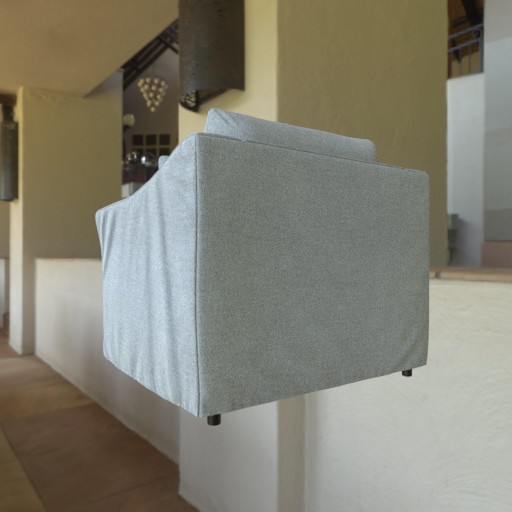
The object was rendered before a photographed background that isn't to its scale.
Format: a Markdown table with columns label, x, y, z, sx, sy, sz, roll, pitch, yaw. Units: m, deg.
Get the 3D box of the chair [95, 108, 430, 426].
| label | x | y | z | sx | sy | sz | roll | pitch | yaw |
| --- | --- | --- | --- | --- | --- | --- | --- | --- | --- |
| chair | 0.000 | 0.000 | 2.062 | 1.194 | 1.059 | 1.071 | 0 | 0 | -35 |
